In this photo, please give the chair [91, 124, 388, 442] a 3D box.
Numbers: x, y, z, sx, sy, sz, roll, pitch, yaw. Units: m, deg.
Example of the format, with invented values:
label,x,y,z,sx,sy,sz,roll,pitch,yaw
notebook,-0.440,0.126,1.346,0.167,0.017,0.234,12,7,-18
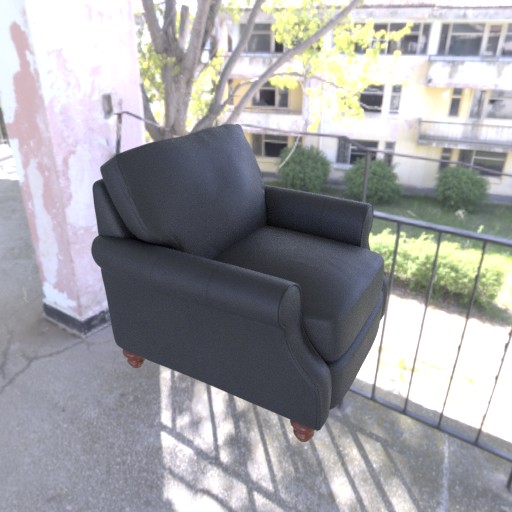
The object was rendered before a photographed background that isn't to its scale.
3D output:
label,x,y,z,sx,sy,sz,roll,pitch,yaw
chair,0.000,0.000,1.848,1.027,0.960,1.015,16,30,31
